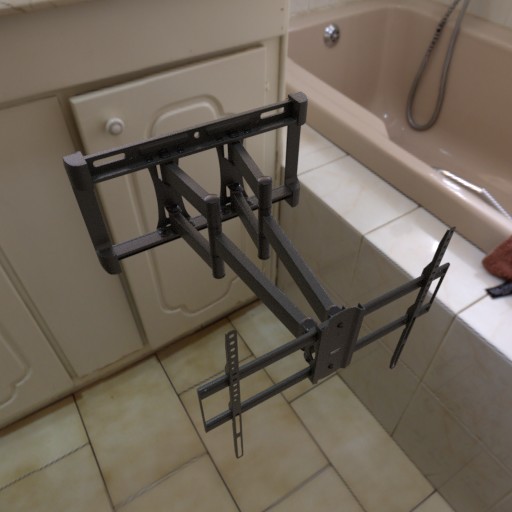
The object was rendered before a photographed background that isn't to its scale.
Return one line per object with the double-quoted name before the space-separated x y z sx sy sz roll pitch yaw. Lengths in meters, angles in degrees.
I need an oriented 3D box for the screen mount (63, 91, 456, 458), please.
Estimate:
"screen mount" 0.000 0.000 0.933 0.571 0.424 0.556 -22 50 -20
